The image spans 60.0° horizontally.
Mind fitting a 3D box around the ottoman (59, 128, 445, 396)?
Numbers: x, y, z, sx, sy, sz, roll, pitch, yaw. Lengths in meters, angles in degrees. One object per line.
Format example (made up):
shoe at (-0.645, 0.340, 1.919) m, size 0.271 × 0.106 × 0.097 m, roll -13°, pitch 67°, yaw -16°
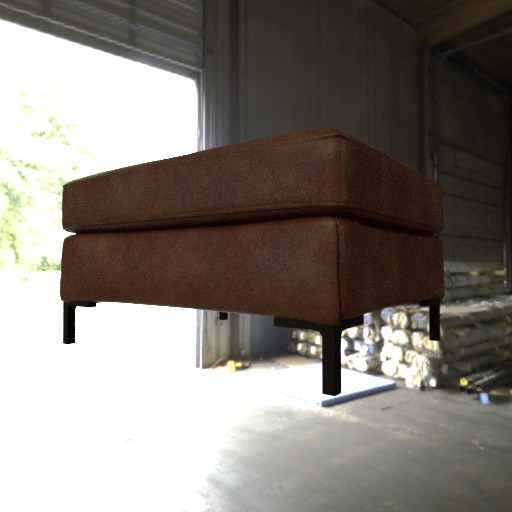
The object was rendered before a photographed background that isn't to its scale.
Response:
ottoman at (0.000, 0.000, 1.726) m, size 1.186 × 0.667 × 0.965 m, roll -1°, pitch -1°, yaw 36°
